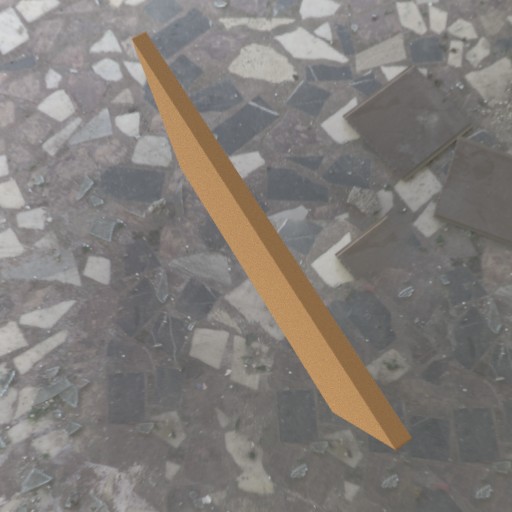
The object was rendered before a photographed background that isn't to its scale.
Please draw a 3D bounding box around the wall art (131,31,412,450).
[{"bbox_3d":[0.000,0.000,1.106,0.033,0.608,0.915,-31,78,-7],"label":"wall art"}]
